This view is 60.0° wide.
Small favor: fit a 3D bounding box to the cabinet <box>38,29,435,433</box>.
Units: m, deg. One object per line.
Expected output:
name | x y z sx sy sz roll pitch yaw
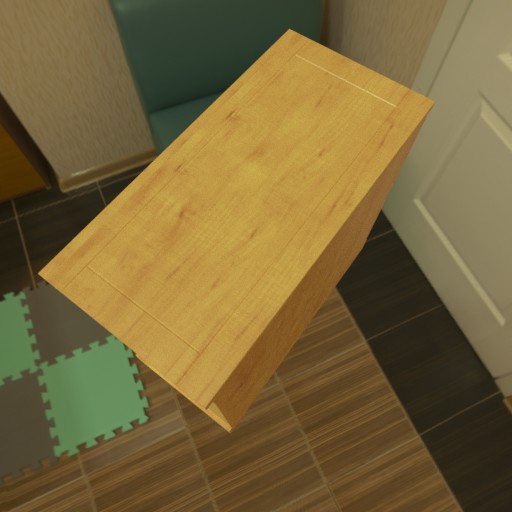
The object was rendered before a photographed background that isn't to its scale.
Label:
cabinet | 0.000 0.000 1.403 0.450 0.840 0.920 34 69 15
